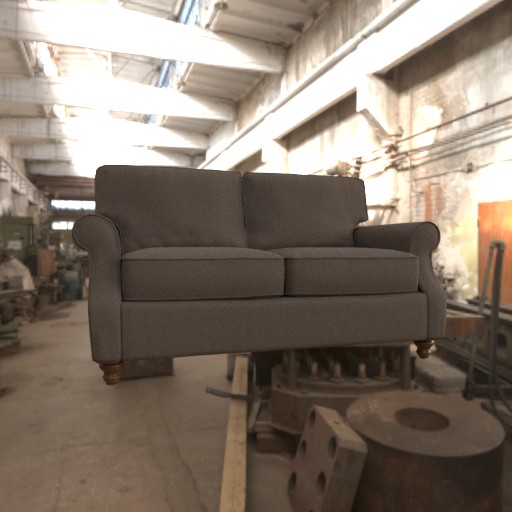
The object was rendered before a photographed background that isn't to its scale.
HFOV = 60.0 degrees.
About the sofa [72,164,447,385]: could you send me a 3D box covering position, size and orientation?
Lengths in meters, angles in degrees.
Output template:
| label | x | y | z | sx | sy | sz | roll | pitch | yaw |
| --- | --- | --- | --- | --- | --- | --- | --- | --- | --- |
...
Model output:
| label | x | y | z | sx | sy | sz | roll | pitch | yaw |
| --- | --- | --- | --- | --- | --- | --- | --- | --- | --- |
| sofa | 0.000 | 0.000 | 2.212 | 1.665 | 0.937 | 0.964 | 0 | 1 | -17 |
